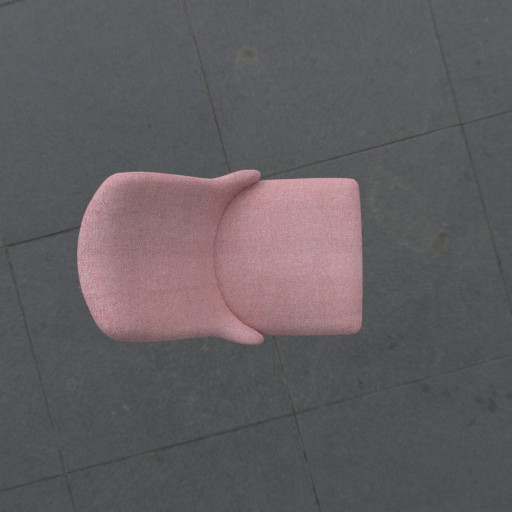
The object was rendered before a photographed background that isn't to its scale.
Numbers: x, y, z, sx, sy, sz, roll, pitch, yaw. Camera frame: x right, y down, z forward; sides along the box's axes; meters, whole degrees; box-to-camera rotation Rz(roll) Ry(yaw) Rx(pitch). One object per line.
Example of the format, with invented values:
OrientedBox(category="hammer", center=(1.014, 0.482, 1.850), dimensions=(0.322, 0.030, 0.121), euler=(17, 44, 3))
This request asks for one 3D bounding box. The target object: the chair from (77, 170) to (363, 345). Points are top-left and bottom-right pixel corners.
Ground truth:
OrientedBox(category="chair", center=(0.000, 0.000, 1.335), dimensions=(0.707, 0.918, 0.535), euler=(0, 89, 1))
